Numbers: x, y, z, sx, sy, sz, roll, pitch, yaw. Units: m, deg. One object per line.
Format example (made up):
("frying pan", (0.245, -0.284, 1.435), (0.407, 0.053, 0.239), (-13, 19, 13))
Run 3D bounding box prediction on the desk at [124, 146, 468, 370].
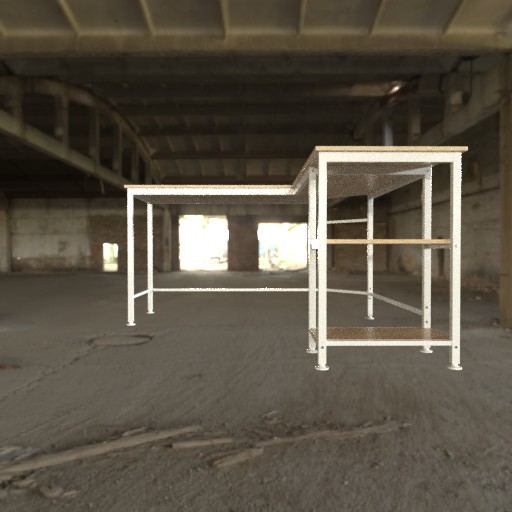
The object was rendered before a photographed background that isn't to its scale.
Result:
("desk", (0.000, 0.000, 2.145), (1.379, 0.739, 1.379), (0, 1, 0))
